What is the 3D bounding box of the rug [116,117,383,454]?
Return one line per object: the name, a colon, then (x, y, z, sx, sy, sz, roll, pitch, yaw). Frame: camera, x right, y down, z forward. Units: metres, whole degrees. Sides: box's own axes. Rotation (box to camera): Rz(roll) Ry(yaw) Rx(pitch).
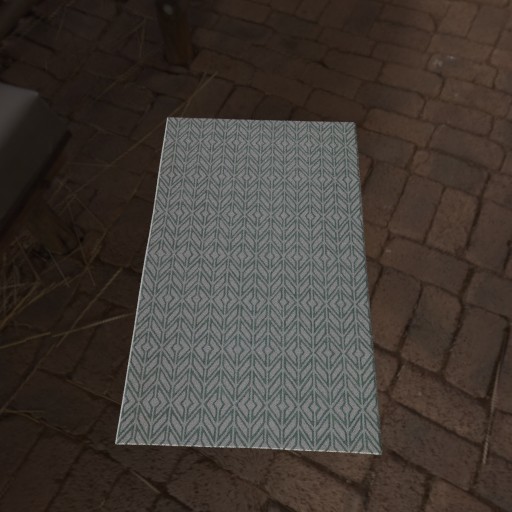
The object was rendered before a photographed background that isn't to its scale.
rug: (0.000, 0.000, 3.042, 1.517, 0.011, 2.435, 2, 64, 1)
